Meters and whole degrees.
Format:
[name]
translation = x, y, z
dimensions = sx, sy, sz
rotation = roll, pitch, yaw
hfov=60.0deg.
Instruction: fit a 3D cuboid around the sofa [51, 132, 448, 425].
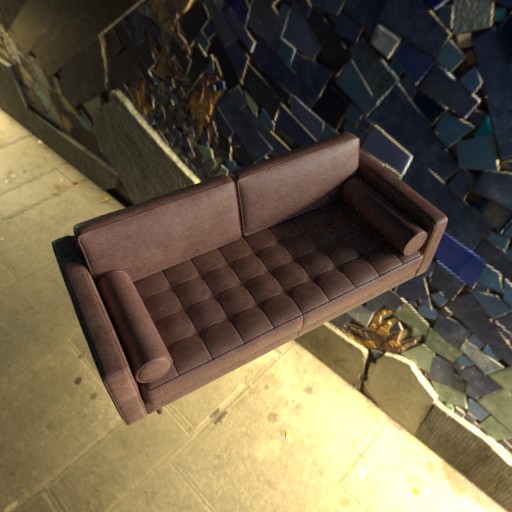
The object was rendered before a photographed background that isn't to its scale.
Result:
[sofa]
translation = 0.000, 0.000, 2.389
dimensions = 1.870, 0.760, 0.910
rotation = -23, 51, -20
